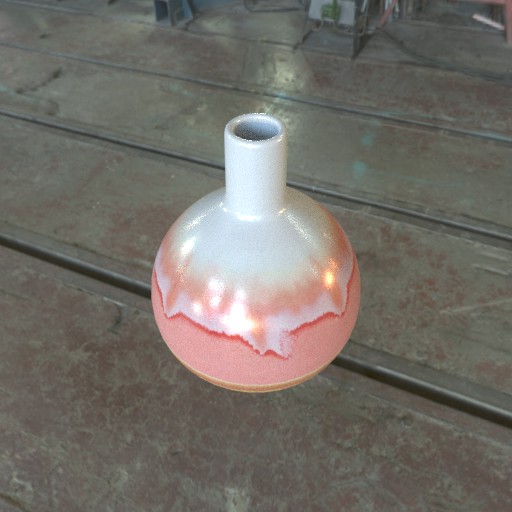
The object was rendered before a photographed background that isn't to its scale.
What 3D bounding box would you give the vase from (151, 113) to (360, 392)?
[{"bbox_3d":[0.000,0.000,0.275,0.137,0.176,0.137,0,46,0],"label":"vase"}]
